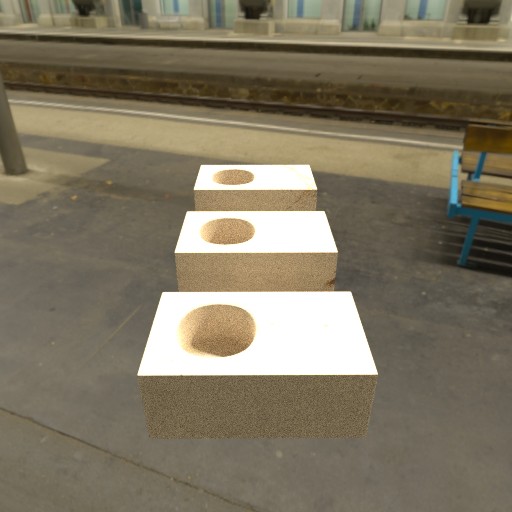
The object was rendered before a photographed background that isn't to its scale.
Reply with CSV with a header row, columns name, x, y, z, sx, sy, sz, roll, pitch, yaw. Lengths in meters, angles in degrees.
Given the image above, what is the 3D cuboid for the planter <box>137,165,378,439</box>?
name,x,y,z,sx,sy,sz,roll,pitch,yaw
planter,0.000,0.000,0.389,0.127,0.051,0.333,0,31,0
